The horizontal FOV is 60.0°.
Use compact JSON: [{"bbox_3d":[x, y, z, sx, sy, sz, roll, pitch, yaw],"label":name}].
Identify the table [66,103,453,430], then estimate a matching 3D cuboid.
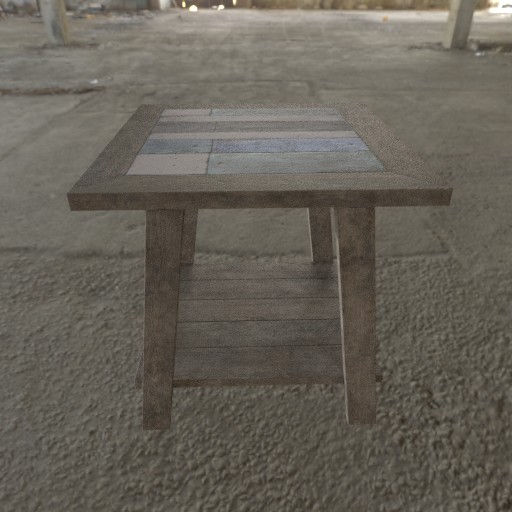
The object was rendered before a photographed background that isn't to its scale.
[{"bbox_3d":[0.000,0.000,1.115,0.610,0.610,0.610,-1,31,-2],"label":"table"}]
